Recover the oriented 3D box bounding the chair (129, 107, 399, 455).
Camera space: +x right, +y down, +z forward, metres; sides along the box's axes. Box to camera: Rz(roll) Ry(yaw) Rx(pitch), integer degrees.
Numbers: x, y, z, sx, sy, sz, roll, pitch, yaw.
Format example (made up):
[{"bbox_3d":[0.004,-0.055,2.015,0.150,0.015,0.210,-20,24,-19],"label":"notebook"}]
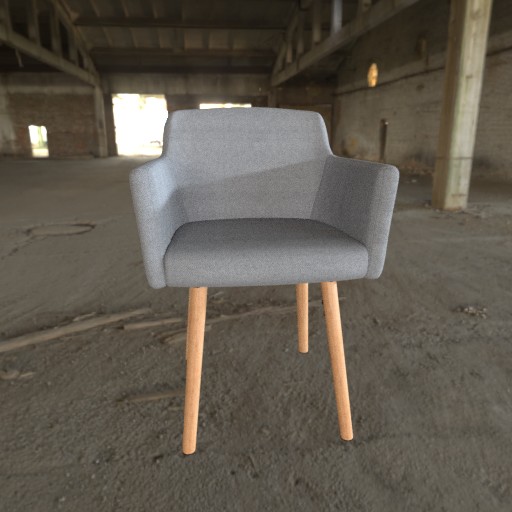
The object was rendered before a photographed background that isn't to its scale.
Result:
[{"bbox_3d":[0.000,0.000,1.184,0.570,0.780,0.540,-2,16,-7],"label":"chair"}]
